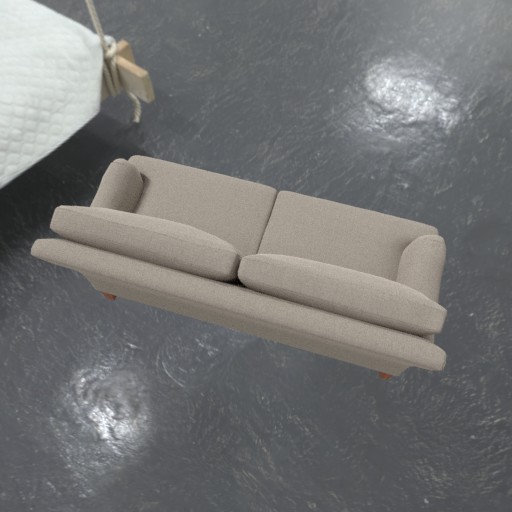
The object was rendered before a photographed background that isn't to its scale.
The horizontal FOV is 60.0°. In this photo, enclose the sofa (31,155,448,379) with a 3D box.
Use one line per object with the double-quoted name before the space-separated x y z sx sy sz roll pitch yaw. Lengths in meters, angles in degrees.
"sofa" 0.000 0.000 2.751 2.160 1.054 1.087 15 63 8
